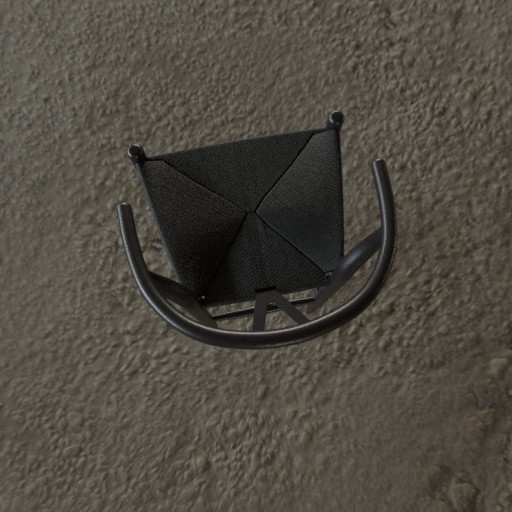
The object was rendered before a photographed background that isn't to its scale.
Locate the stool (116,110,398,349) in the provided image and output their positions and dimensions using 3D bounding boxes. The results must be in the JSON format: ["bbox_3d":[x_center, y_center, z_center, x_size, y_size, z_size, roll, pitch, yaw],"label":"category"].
[{"bbox_3d":[0.000,0.000,1.291,0.569,0.970,0.579,-10,75,-3],"label":"stool"}]
